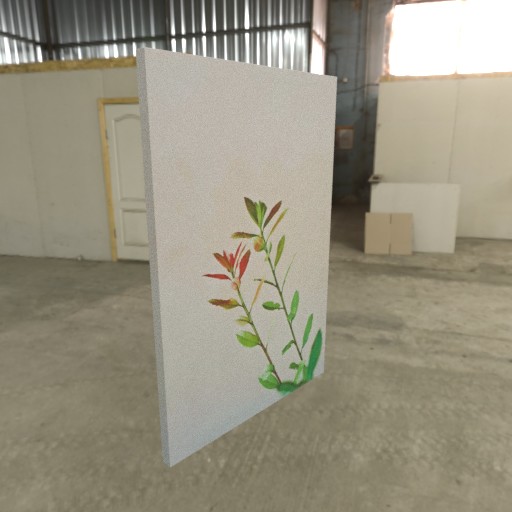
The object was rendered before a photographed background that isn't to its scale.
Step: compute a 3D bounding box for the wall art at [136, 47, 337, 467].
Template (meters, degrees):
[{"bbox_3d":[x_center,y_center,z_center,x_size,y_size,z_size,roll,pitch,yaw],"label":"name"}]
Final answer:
[{"bbox_3d":[0.000,0.000,1.435,0.038,1.143,0.764,15,21,42],"label":"wall art"}]
